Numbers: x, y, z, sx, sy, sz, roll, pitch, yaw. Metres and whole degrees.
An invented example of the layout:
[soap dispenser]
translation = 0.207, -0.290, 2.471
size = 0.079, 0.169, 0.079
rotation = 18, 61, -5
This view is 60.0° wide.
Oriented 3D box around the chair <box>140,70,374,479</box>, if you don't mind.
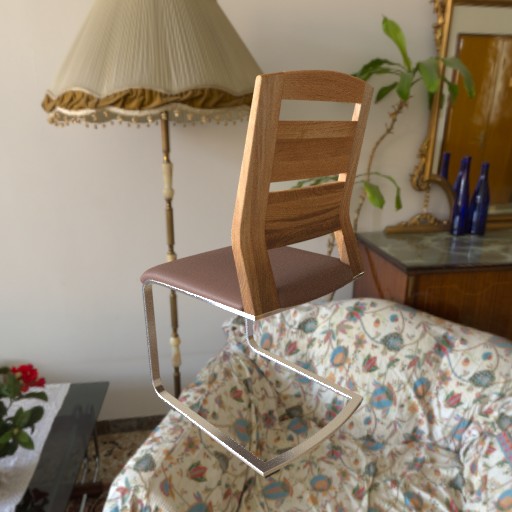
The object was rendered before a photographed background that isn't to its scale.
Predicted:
[chair]
translation = 0.000, 0.000, 1.297
size = 0.460, 0.970, 0.570
rotation = -16, 23, -42
